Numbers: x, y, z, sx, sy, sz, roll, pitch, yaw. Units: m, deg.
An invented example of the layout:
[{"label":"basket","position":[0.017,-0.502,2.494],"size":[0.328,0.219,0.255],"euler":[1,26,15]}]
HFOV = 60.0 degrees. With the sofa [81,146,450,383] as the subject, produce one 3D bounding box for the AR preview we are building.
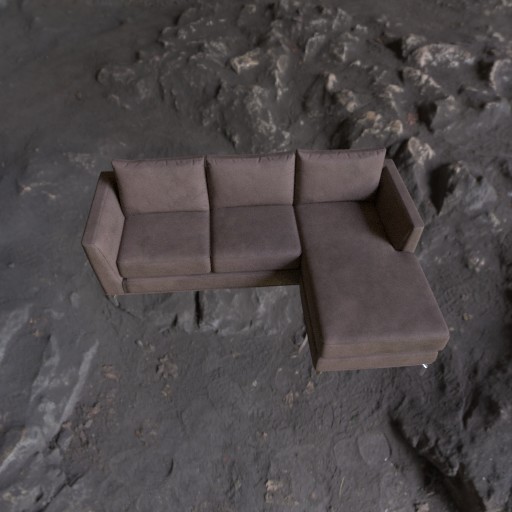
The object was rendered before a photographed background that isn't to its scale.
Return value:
[{"label":"sofa","position":[0.000,0.000,3.319],"size":[2.438,0.987,1.622],"euler":[-3,47,-3]}]
